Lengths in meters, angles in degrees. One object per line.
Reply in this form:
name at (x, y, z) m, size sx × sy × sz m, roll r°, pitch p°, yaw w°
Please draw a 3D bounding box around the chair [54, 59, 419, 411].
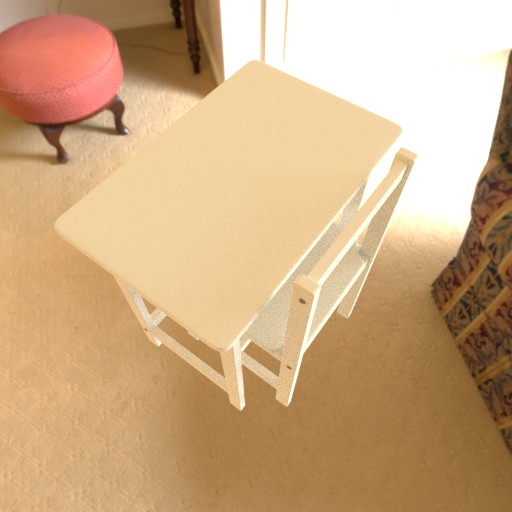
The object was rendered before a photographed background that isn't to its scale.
chair at (0.000, 0.000, 1.062) m, size 0.461 × 0.673 × 0.599 m, roll 32°, pitch 64°, yaw 18°
